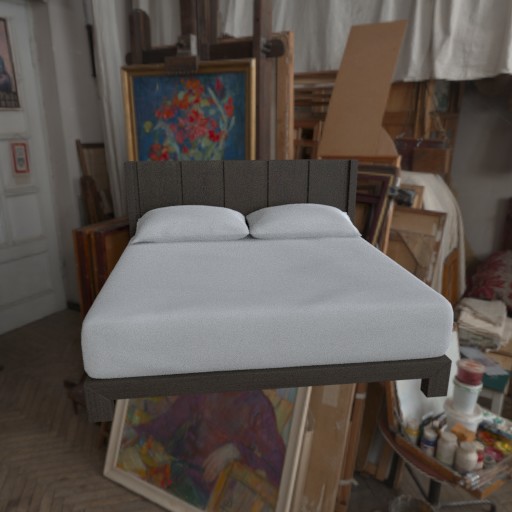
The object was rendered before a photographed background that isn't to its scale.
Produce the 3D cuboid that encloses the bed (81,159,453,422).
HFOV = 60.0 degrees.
[{"bbox_3d":[0.000,0.000,3.370,2.134,1.270,2.012,-2,17,-6],"label":"bed"}]
